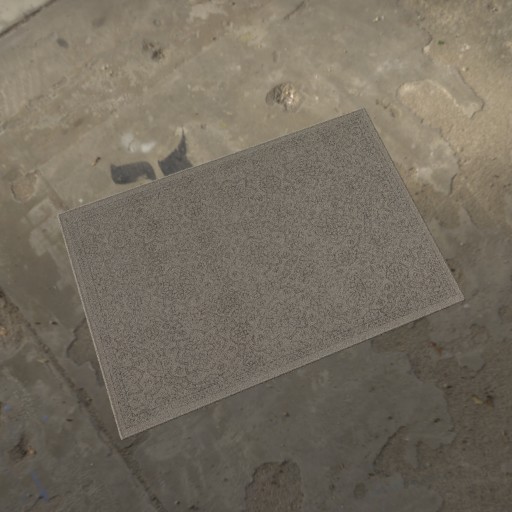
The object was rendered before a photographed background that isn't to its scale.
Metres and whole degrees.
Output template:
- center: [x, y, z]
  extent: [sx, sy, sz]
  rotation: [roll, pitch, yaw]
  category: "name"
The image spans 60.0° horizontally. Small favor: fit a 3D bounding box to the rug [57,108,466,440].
- center: [0.000, 0.000, 2.325]
  extent: [1.829, 0.010, 1.219]
  rotation: [-21, 75, -6]
  category: "rug"
